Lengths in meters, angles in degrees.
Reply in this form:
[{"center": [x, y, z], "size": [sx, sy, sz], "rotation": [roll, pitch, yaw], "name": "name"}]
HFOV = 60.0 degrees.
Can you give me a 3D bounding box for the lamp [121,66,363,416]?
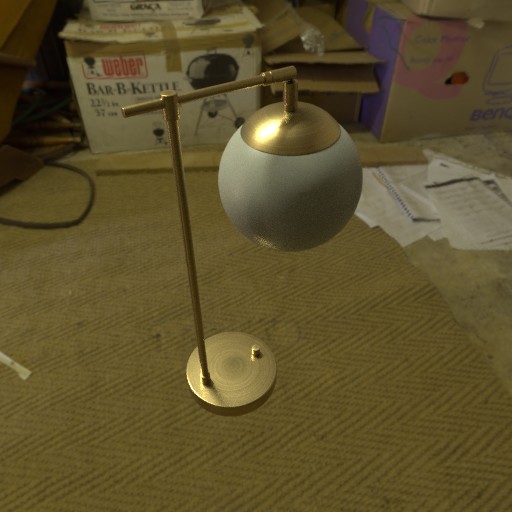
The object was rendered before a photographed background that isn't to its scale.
[{"center": [0.000, 0.000, 0.694], "size": [0.324, 0.559, 0.207], "rotation": [-24, 46, -25], "name": "lamp"}]
